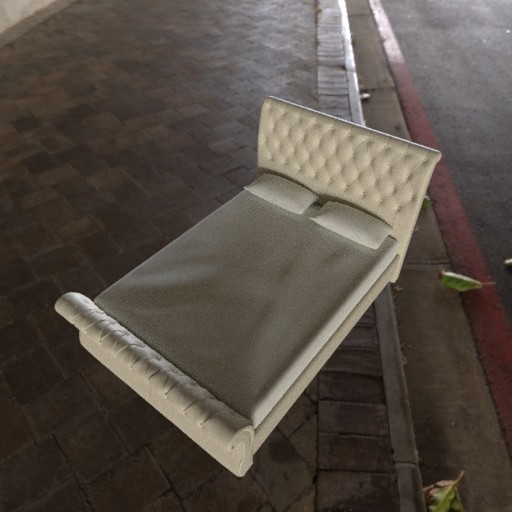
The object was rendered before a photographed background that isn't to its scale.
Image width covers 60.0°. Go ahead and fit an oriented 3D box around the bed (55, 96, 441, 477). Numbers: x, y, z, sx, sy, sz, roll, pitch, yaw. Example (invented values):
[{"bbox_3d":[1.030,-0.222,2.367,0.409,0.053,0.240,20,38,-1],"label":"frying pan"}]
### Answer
[{"bbox_3d":[0.000,0.000,3.388,1.606,1.268,2.493,28,50,27],"label":"bed"}]
